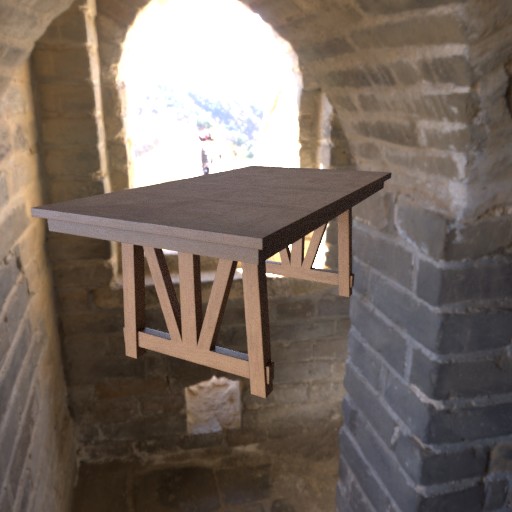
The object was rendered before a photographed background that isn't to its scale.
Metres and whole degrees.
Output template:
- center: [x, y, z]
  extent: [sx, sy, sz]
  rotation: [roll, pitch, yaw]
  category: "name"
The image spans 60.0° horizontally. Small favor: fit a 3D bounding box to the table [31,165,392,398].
- center: [0.000, 0.000, 2.425]
  extent: [1.016, 0.768, 1.881]
  rotation: [9, 19, 26]
  category: "table"
